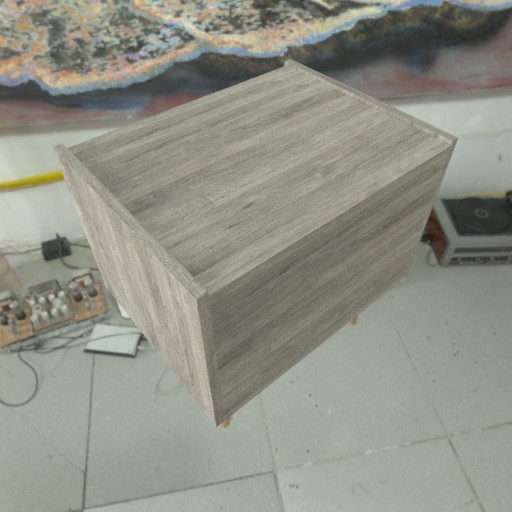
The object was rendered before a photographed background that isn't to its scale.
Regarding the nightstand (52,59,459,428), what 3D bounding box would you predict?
[{"bbox_3d":[0.000,0.000,0.844,0.480,0.500,0.380,-31,54,-26],"label":"nightstand"}]
